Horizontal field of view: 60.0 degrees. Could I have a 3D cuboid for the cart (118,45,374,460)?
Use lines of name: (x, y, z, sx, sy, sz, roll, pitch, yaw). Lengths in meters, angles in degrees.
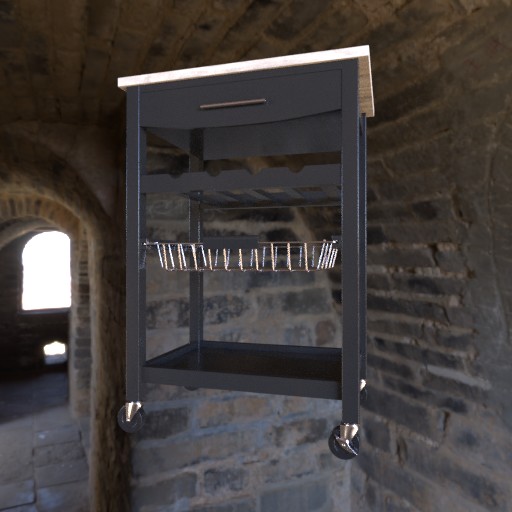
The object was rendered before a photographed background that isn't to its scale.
cart: (0.000, 0.000, 1.153, 0.584, 0.839, 0.403, 0, 0, 16)
